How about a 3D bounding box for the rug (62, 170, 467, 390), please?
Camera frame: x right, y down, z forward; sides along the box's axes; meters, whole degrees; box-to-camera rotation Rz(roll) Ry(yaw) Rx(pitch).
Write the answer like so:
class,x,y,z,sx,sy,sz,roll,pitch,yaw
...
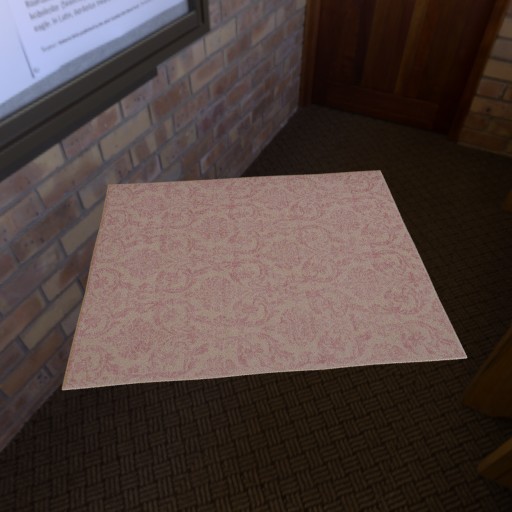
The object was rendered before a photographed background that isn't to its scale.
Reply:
class,x,y,z,sx,sy,sz,roll,pitch,yaw
rug,0.000,0.000,4.045,2.980,0.012,2.363,-4,47,-3
